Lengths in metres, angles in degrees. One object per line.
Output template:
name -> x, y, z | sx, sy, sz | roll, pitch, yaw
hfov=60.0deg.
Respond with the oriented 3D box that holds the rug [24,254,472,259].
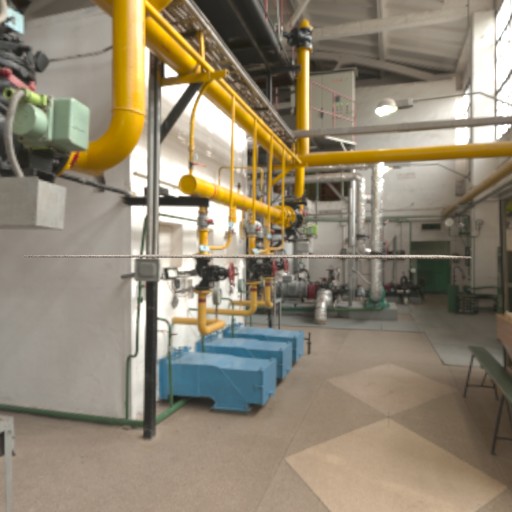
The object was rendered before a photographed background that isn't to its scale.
rug -> 0.000, 0.000, 3.025 | 2.464, 0.010, 1.549 | 0, 0, 18
